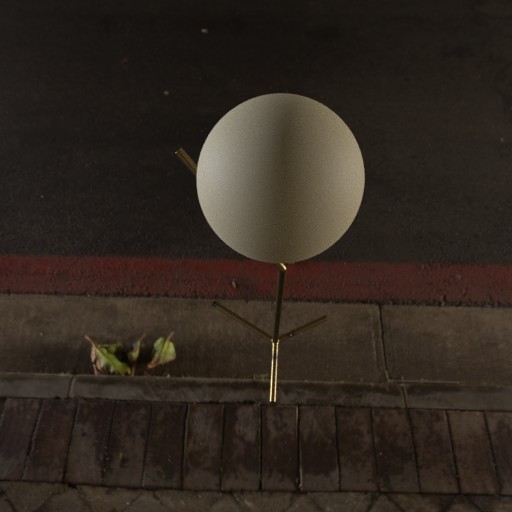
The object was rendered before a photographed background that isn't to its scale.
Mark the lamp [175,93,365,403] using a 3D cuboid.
[{"bbox_3d":[0.000,0.000,0.663,0.251,0.552,0.210,29,62,18],"label":"lamp"}]
